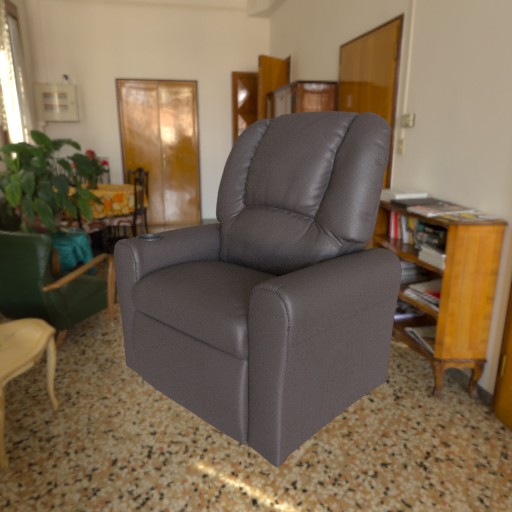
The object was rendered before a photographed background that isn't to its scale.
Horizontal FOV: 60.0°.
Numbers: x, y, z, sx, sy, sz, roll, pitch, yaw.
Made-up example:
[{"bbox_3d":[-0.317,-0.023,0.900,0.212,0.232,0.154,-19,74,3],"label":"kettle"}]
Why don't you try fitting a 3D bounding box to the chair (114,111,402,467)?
[{"bbox_3d":[0.000,0.000,1.121,0.610,0.709,0.521,14,21,42],"label":"chair"}]
